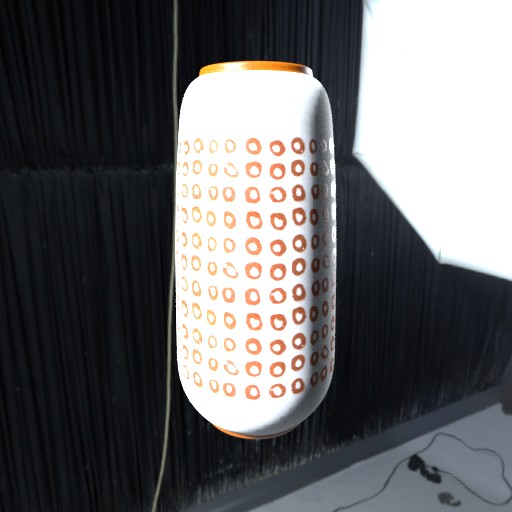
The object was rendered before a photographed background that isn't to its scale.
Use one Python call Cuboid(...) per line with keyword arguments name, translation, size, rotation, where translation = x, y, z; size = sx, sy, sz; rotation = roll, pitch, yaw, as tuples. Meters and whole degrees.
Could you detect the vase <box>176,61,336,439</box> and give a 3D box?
Cuboid(name="vase", translation=(0.000, 0.000, 0.361), size=(0.133, 0.282, 0.133), rotation=(0, 15, 0))
